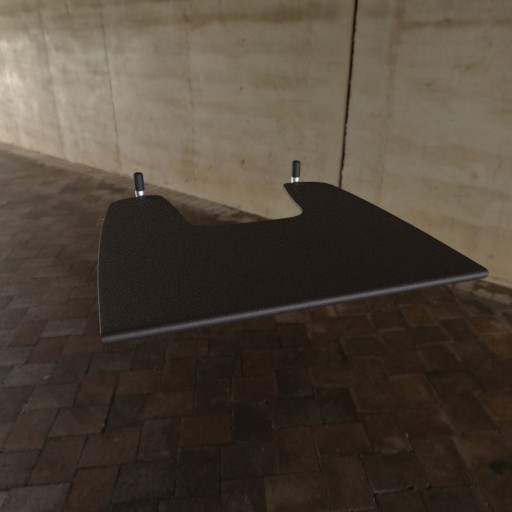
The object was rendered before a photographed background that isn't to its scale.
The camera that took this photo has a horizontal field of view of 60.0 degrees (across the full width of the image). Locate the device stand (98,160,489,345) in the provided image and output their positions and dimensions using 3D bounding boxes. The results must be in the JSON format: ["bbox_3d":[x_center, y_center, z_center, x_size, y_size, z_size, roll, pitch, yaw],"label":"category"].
[{"bbox_3d":[0.000,0.000,0.350,0.230,0.092,0.230,-8,26,-16],"label":"device stand"}]
